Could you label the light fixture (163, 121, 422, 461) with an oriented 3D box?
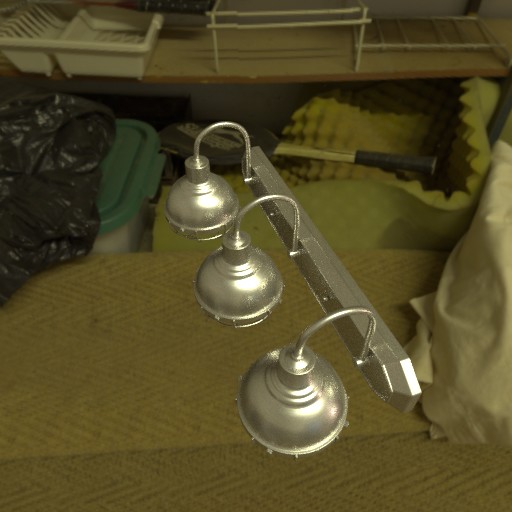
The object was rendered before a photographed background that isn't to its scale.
[{"bbox_3d":[0.000,0.000,0.765,0.229,0.254,0.634,-15,48,-14],"label":"light fixture"}]
